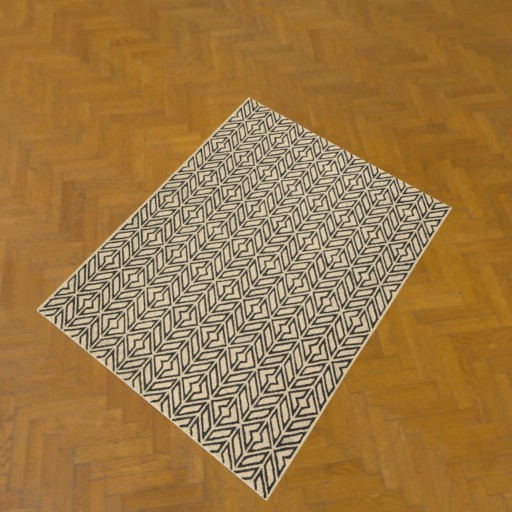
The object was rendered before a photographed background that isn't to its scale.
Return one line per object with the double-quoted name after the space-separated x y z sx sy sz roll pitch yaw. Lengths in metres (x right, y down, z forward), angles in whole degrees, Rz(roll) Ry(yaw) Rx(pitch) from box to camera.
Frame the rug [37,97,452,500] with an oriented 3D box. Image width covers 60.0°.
0.000 0.000 4.013 2.421 0.008 3.045 33 68 15 "rug"
